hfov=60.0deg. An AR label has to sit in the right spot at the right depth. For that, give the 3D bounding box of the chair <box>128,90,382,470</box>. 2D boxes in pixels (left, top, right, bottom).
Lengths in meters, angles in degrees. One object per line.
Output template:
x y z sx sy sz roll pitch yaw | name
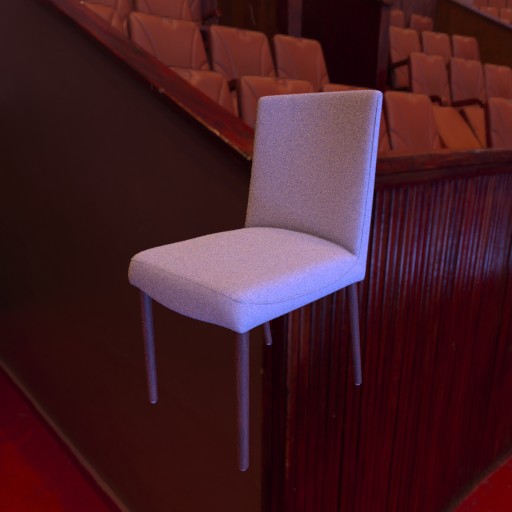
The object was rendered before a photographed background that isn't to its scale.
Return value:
0.000 0.000 1.204 0.456 0.859 0.570 15 22 42 | chair
